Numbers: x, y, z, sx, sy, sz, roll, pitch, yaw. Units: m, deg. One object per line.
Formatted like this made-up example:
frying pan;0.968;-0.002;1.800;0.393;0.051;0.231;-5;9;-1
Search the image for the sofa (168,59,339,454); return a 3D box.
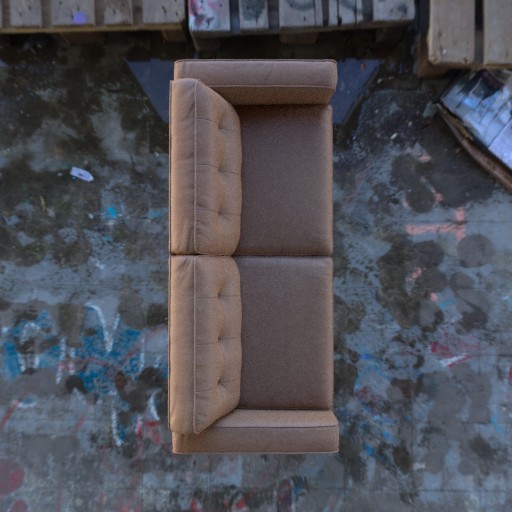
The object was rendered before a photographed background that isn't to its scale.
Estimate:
sofa;0.000;0.000;2.688;0.953;0.780;2.270;0;89;0
